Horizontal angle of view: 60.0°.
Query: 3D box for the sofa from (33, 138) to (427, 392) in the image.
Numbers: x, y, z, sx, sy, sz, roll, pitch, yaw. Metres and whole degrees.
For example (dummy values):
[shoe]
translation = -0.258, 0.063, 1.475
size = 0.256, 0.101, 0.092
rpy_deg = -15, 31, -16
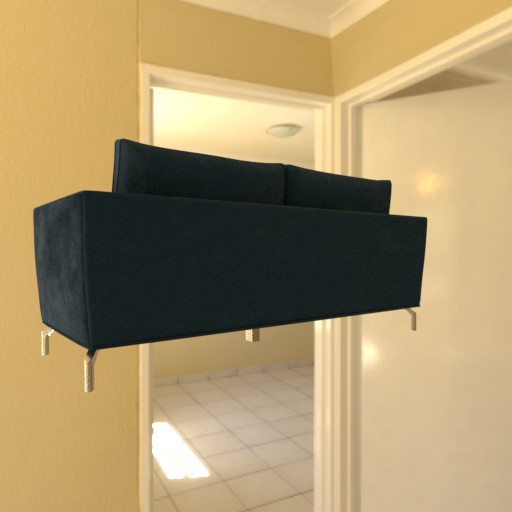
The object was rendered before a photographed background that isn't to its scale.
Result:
[sofa]
translation = 0.000, 0.000, 2.581
size = 2.212, 0.998, 0.853
rpy_deg = -1, 1, -37
